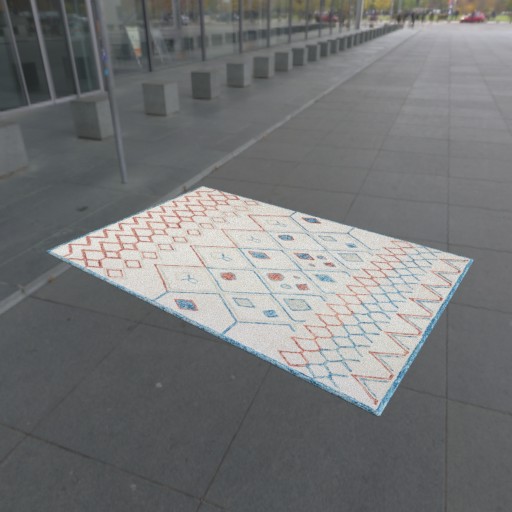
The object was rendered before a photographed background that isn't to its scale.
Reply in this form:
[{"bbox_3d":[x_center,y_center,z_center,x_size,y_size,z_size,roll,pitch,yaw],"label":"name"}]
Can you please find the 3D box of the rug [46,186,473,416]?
[{"bbox_3d":[0.000,0.000,2.275,1.829,0.016,1.219,19,34,31],"label":"rug"}]
